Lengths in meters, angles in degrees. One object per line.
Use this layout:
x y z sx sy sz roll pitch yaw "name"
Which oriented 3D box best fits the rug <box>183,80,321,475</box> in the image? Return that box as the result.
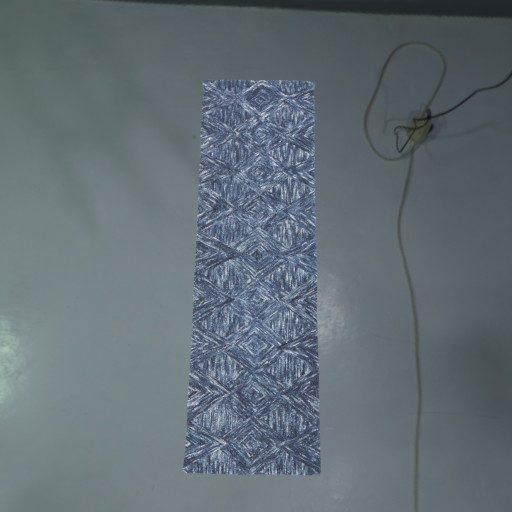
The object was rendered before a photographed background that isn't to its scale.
0.000 0.000 2.545 0.719 0.013 2.306 1 76 0 "rug"
